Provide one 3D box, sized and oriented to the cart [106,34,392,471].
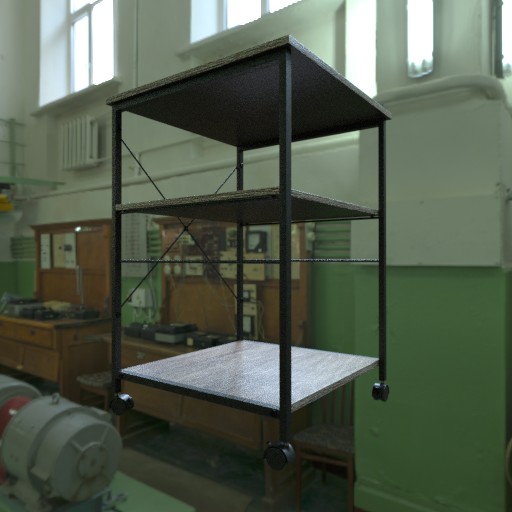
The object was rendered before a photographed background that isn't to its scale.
[{"bbox_3d":[0.000,0.000,1.126,0.520,0.762,0.521,0,0,36],"label":"cart"}]
